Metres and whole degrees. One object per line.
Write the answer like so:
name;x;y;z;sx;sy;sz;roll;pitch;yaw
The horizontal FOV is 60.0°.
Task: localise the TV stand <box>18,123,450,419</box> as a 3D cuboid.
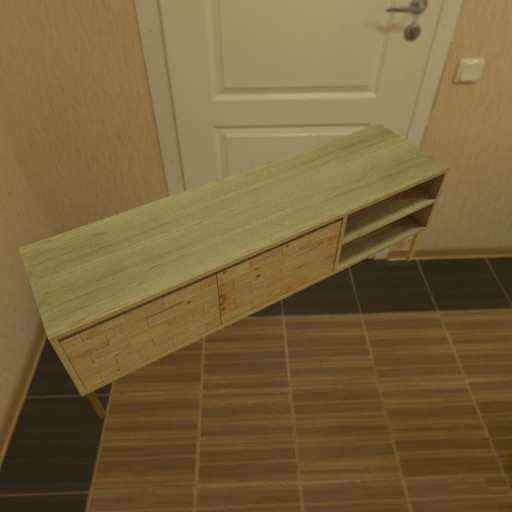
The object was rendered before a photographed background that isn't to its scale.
TV stand;0.000;0.000;1.841;1.600;0.550;0.420;-23;50;-21
